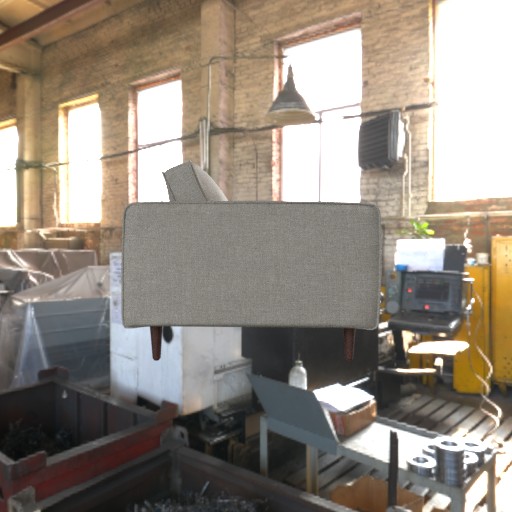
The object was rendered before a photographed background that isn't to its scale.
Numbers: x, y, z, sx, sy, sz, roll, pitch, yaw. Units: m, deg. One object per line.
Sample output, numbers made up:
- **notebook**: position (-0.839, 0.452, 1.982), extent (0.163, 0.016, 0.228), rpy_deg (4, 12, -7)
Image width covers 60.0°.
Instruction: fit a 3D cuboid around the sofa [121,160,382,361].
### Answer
- **sofa**: position (0.000, 0.000, 2.607), extent (0.914, 0.762, 2.211), rpy_deg (0, 1, 1)
